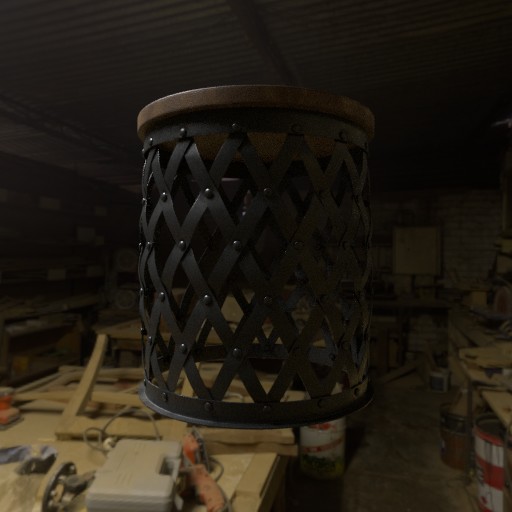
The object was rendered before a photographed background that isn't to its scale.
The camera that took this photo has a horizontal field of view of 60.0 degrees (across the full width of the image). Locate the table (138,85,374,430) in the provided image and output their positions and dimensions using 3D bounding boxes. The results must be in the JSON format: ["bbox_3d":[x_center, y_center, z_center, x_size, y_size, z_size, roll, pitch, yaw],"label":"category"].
[{"bbox_3d":[0.000,0.000,0.785,0.405,0.454,0.405,0,1,0],"label":"table"}]
